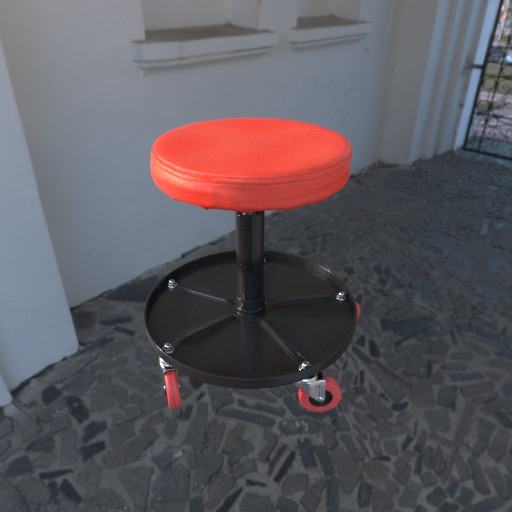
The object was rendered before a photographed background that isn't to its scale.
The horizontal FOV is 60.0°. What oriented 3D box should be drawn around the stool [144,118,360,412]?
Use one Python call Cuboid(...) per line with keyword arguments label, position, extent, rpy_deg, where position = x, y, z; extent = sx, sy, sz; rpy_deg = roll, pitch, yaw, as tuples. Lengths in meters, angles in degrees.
Cuboid(label="stool", position=(0.000, 0.000, 0.693), extent=(0.382, 0.365, 0.381), rpy_deg=(-19, 35, -29))
